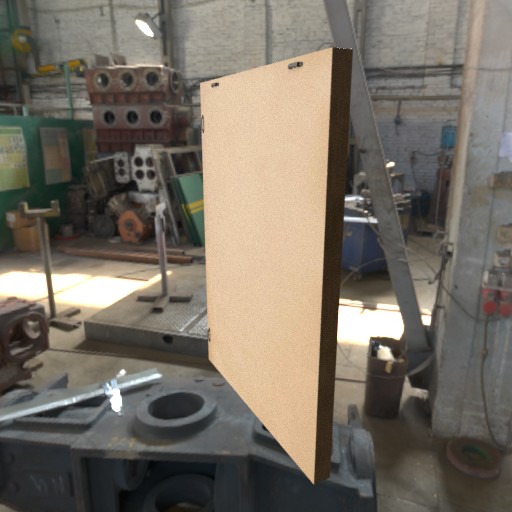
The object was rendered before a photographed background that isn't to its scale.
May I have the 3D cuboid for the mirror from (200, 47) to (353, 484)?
[{"bbox_3d":[0.000,0.000,0.912,0.040,0.710,0.507,-8,17,-26],"label":"mirror"}]
